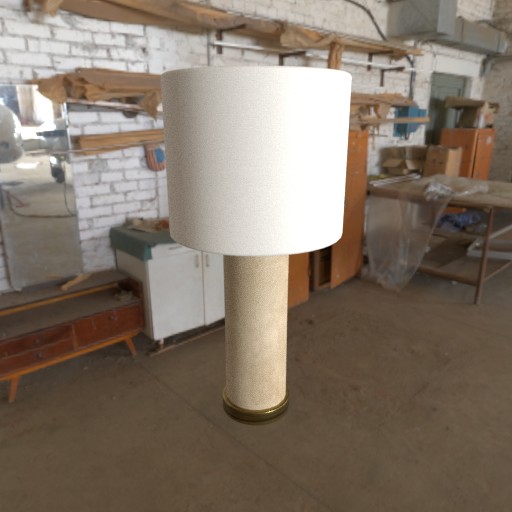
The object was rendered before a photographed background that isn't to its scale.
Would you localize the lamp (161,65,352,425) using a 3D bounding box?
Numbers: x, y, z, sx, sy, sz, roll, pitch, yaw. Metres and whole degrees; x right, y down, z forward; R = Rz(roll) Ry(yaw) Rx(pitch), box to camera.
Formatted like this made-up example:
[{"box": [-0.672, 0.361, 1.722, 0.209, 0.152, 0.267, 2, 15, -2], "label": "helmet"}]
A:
[{"box": [0.000, 0.000, 0.813, 0.305, 0.634, 0.305, -2, 18, -7], "label": "lamp"}]
